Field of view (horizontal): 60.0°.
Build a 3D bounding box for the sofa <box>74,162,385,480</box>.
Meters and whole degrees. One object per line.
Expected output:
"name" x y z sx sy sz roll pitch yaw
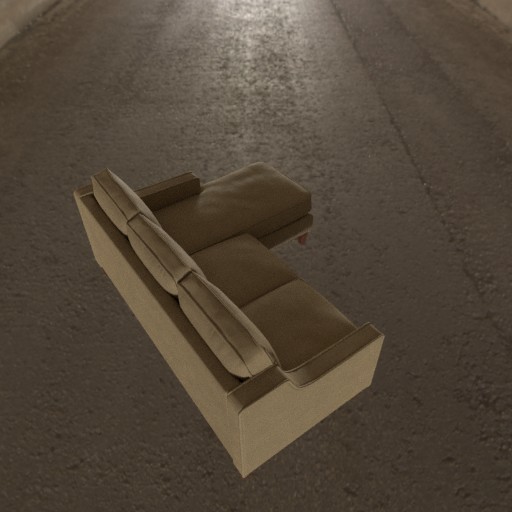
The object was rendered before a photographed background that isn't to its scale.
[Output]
"sofa" 0.000 0.000 3.362 1.858 1.066 2.317 -26 47 -26
